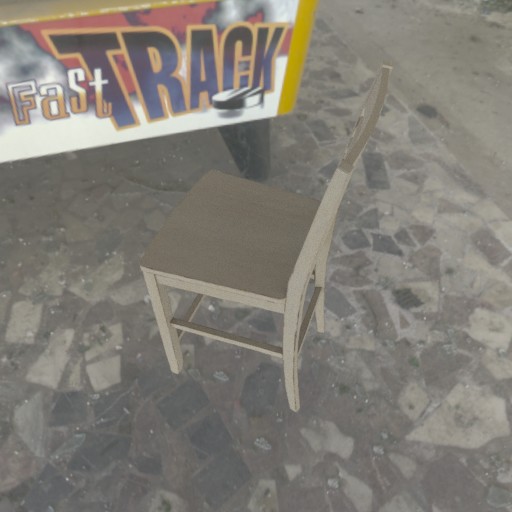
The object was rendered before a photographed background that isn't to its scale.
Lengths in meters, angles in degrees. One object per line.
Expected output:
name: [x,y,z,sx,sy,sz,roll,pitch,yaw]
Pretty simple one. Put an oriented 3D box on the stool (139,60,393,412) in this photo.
stool: [0.000,0.000,1.350,0.539,1.079,0.462,16,49,14]
